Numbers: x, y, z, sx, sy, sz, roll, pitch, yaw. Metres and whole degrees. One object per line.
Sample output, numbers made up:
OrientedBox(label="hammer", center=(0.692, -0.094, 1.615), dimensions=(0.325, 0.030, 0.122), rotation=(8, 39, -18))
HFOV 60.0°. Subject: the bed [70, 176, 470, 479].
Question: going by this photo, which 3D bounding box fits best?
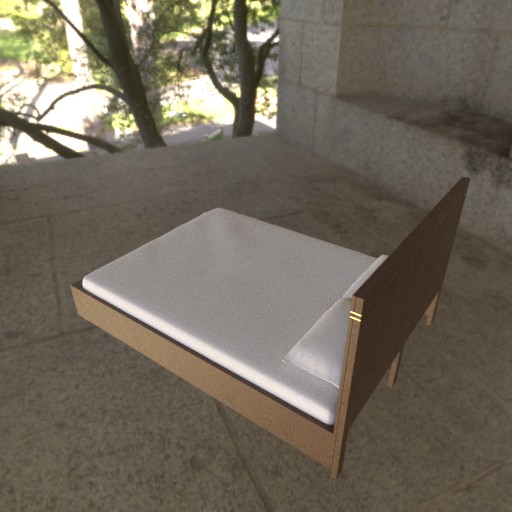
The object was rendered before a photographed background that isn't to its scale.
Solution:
OrientedBox(label="bed", center=(0.000, 0.000, 3.139), dimensions=(2.221, 1.169, 1.613), rotation=(21, 37, 30))
